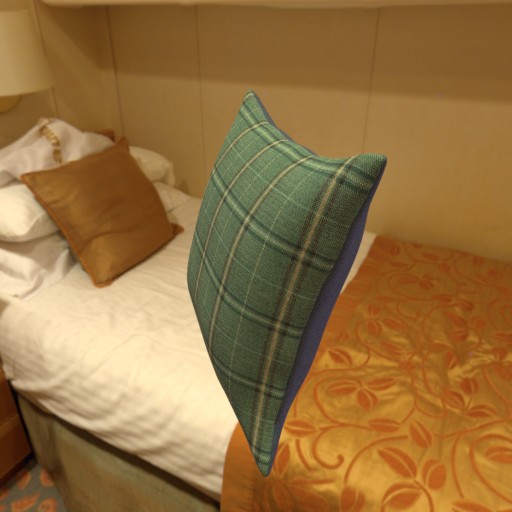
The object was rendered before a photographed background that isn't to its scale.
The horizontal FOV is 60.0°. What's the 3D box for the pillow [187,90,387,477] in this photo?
[{"bbox_3d":[0.000,0.000,0.692,0.200,0.430,0.453,-8,30,-15],"label":"pillow"}]
